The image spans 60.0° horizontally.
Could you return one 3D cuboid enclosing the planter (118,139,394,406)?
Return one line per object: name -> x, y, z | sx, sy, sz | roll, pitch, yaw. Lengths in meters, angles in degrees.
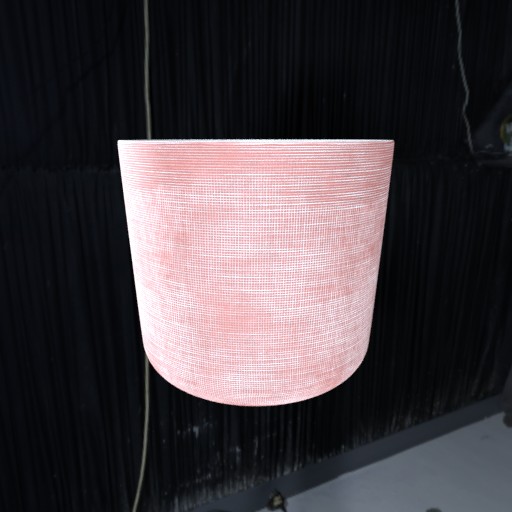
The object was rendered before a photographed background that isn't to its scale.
planter -> 0.000, 0.000, 0.787 | 0.440, 0.398, 0.440 | 0, 15, 0
